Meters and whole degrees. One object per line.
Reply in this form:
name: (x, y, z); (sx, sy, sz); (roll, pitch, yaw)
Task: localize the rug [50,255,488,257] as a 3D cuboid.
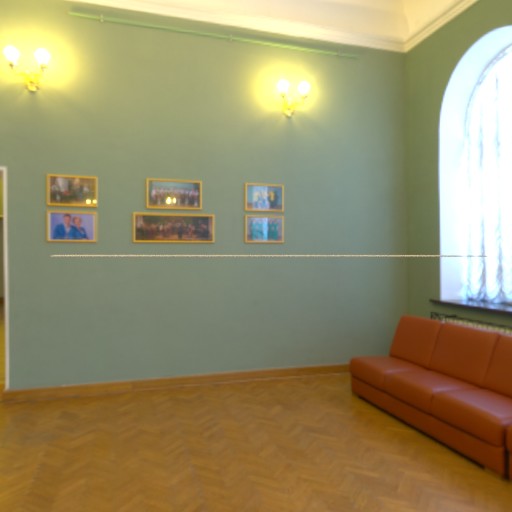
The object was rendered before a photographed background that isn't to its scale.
rug: (0.000, 0.000, 2.876); (2.284, 0.008, 1.522); (0, 0, -18)
